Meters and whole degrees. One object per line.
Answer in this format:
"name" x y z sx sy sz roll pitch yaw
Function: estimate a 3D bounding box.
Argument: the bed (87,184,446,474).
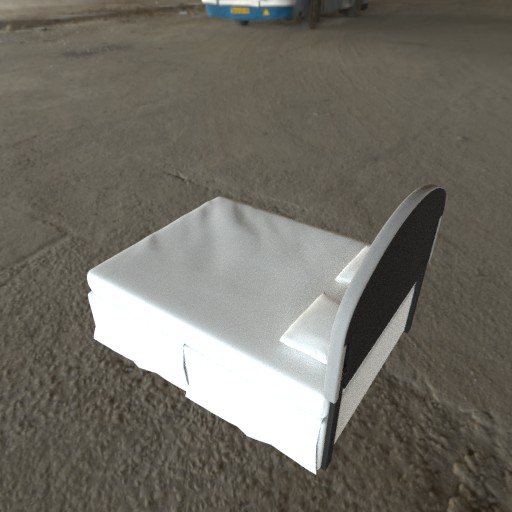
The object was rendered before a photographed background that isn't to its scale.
"bed" 0.000 0.000 3.104 2.005 1.410 1.607 21 39 29
